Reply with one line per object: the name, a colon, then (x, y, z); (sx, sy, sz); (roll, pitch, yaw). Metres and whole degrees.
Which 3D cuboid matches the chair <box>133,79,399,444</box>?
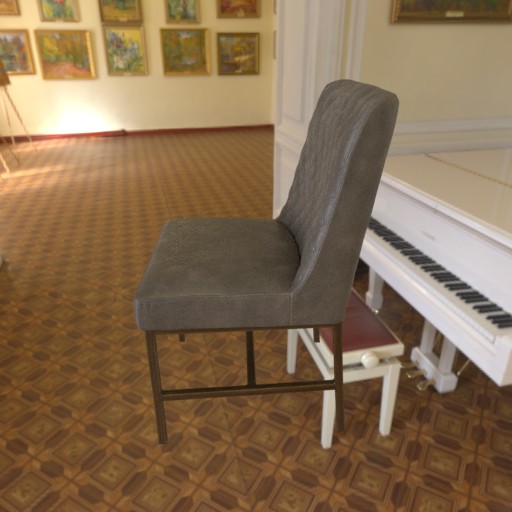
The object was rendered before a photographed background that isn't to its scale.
chair: (0.000, 0.000, 1.232); (0.587, 0.889, 0.508); (-1, 25, -2)
